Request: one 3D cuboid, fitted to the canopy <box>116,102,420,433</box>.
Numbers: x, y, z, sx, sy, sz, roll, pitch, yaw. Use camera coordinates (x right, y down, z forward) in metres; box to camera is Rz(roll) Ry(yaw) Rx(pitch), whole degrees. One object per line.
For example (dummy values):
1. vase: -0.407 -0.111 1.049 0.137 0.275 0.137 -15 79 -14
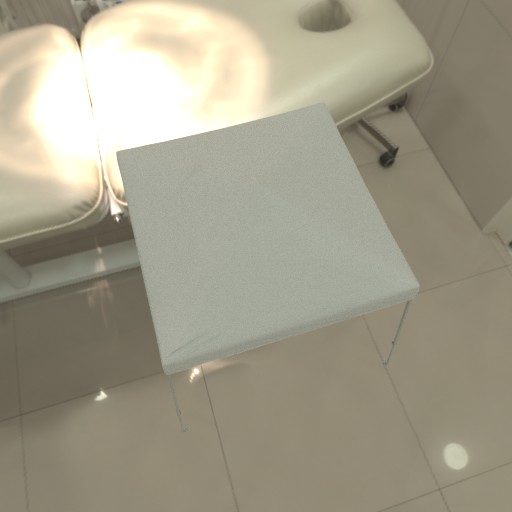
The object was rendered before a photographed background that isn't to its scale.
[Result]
1. canopy: 0.000 0.000 5.110 2.849 2.849 2.848 -16 65 -8
